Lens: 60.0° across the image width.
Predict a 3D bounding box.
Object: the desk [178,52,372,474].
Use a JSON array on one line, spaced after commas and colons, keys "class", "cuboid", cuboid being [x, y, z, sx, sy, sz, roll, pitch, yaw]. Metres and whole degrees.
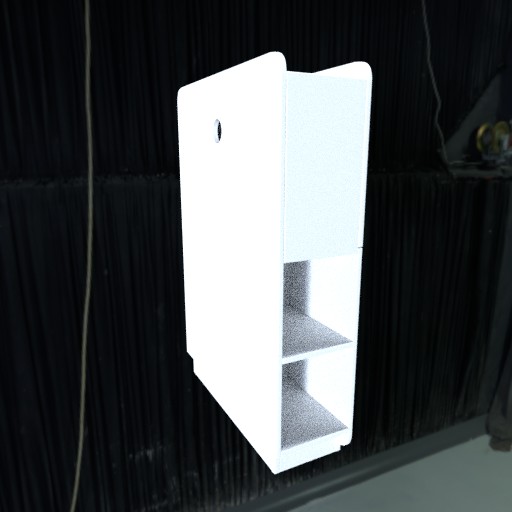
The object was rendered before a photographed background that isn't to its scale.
[{"class": "desk", "cuboid": [0.000, 0.000, 1.570, 0.278, 1.190, 0.795, -7, 15, -27]}]
